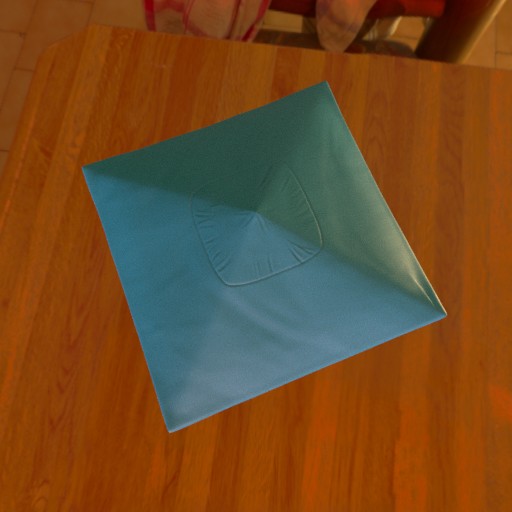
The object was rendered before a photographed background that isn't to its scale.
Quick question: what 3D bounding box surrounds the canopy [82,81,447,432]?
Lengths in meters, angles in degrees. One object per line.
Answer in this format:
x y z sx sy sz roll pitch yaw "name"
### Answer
0.000 0.000 5.402 2.996 2.997 2.998 -21 76 -6 "canopy"
